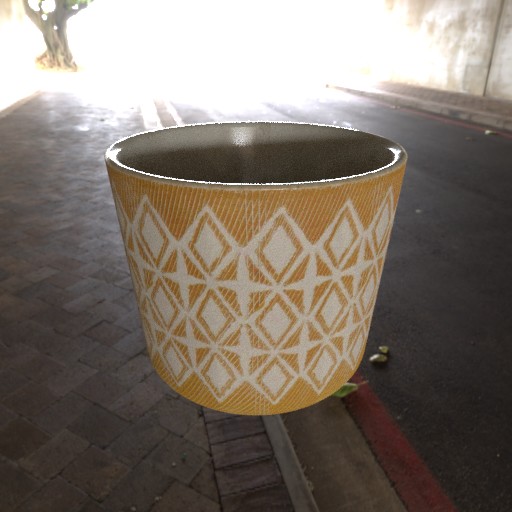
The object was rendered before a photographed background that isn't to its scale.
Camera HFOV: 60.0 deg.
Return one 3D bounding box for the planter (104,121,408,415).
[{"bbox_3d":[0.000,0.000,0.330,0.193,0.165,0.193,0,26,0],"label":"planter"}]
